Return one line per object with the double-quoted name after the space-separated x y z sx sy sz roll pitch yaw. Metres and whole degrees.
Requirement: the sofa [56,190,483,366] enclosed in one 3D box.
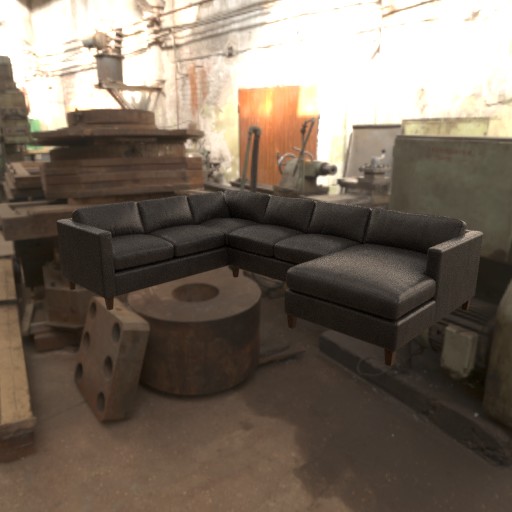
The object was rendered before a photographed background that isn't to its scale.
0.000 0.000 4.319 3.324 0.891 2.452 14 21 42 "sofa"
